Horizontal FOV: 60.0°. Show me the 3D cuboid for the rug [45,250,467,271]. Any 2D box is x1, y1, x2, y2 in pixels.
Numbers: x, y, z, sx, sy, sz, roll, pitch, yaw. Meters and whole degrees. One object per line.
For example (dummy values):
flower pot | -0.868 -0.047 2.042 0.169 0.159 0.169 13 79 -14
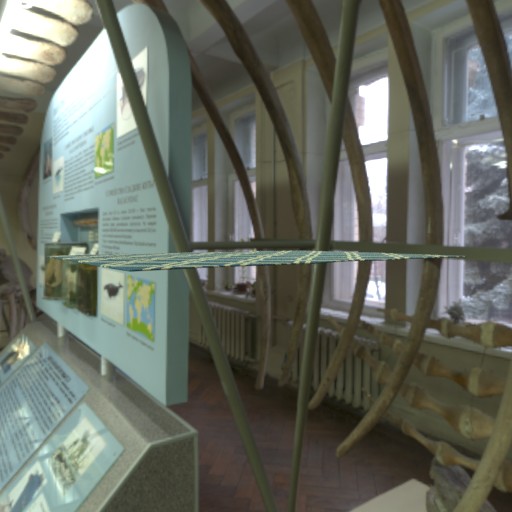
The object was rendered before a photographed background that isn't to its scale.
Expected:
rug | 0.000 0.000 2.726 2.135 0.013 1.524 -2 3 -35
